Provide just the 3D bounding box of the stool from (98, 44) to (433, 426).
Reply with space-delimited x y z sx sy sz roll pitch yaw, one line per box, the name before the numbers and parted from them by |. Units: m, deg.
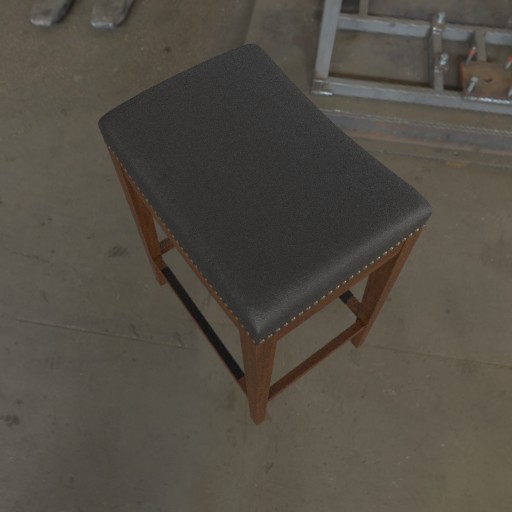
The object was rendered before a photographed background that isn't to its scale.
stool | 0.000 0.000 0.938 0.353 0.664 0.490 -33 67 -16
